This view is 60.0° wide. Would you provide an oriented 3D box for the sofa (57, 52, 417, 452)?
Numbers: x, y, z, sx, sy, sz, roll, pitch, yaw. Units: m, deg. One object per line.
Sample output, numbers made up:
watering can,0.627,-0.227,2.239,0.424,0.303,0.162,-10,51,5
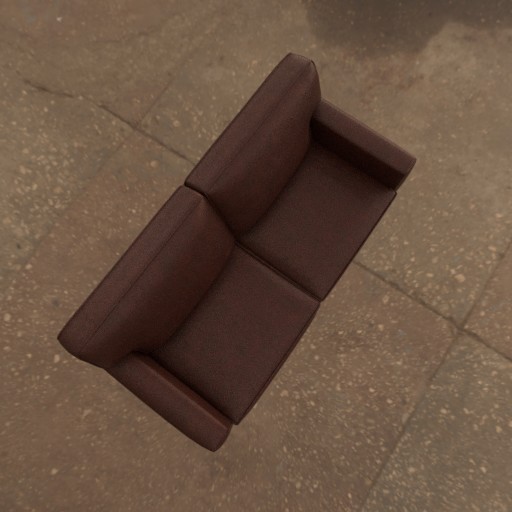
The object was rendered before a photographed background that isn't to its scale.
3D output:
sofa,0.000,0.000,2.424,0.912,0.928,1.876,35,79,8
